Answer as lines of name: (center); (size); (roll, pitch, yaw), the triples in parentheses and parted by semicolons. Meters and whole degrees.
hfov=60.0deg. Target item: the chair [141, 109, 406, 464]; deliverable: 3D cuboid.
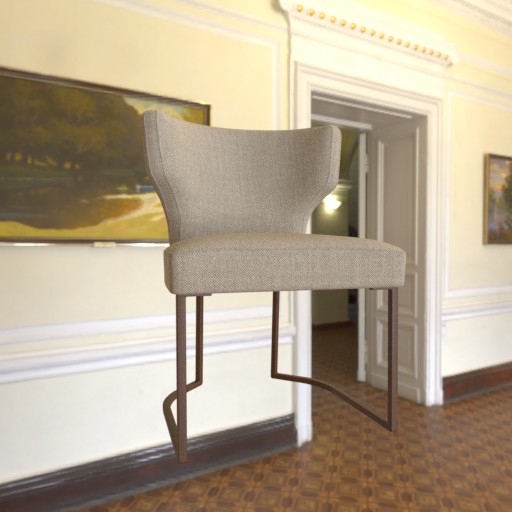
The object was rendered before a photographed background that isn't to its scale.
chair: (0.000, 0.000, 1.238); (0.611, 0.824, 0.617); (-1, 2, -18)
